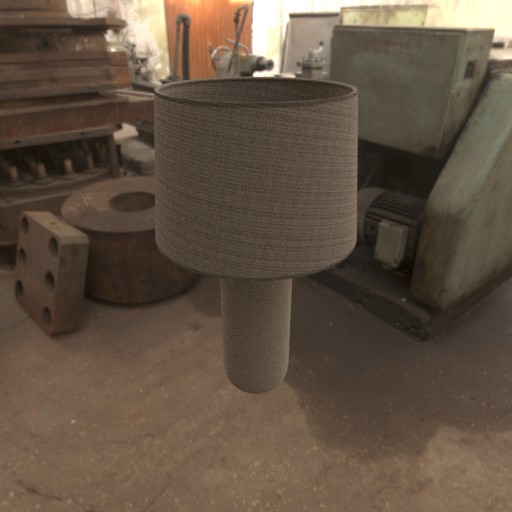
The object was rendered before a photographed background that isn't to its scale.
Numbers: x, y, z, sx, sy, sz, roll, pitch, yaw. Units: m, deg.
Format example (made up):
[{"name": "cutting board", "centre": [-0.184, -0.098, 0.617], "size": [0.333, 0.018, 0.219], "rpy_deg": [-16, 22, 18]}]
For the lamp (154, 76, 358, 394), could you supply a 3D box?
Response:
[{"name": "lamp", "centre": [0.000, 0.000, 0.848], "size": [0.367, 0.609, 0.367], "rpy_deg": [0, 28, 0]}]
